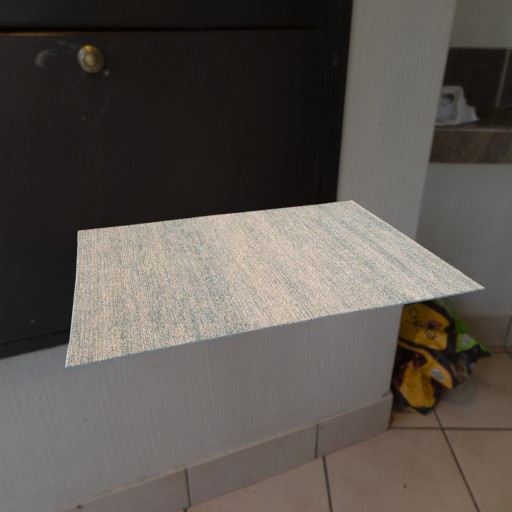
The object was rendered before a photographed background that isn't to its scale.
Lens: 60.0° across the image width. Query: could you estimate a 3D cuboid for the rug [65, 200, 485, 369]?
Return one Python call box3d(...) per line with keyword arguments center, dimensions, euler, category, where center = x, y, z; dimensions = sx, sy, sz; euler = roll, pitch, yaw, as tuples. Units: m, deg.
box3d(center=(0.000, 0.000, 2.958), dimensions=(2.306, 0.030, 1.613), euler=(-8, 27, -15), category="rug")
